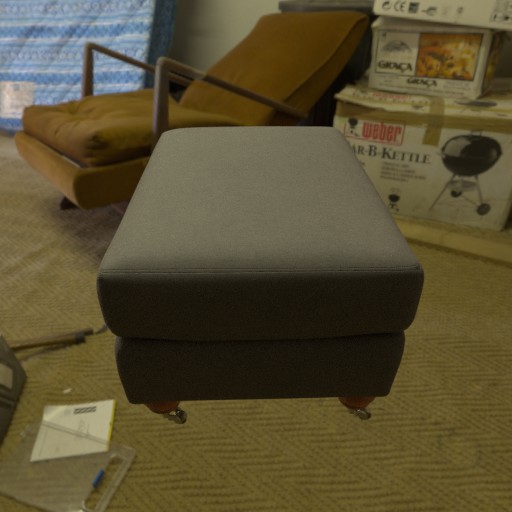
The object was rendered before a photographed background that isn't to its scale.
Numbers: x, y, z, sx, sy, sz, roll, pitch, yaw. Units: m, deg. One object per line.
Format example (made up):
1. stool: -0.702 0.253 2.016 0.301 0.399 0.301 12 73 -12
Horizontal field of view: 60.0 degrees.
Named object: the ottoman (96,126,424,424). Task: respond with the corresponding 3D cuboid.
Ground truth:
1. ottoman: 0.000 0.000 1.143 0.574 0.497 0.773 -1 33 -1
